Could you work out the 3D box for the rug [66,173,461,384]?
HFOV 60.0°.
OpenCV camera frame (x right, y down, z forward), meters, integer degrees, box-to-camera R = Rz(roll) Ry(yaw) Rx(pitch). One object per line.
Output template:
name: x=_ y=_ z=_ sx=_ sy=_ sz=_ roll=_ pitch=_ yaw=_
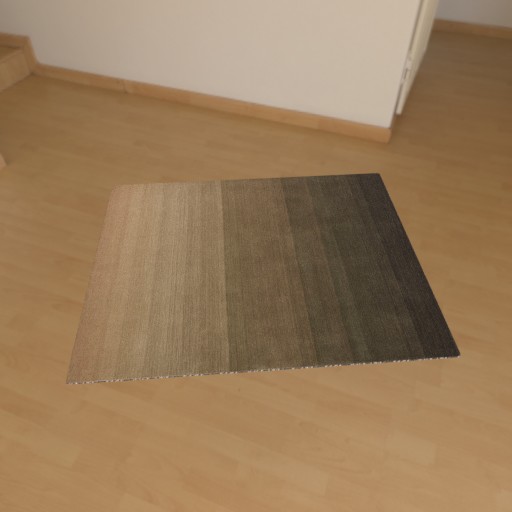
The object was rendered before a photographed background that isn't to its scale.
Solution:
rug: x=0.000 y=0.000 z=4.014 sx=2.902 sy=0.017 sz=2.306 roll=-3 pitch=47 yaw=-3
